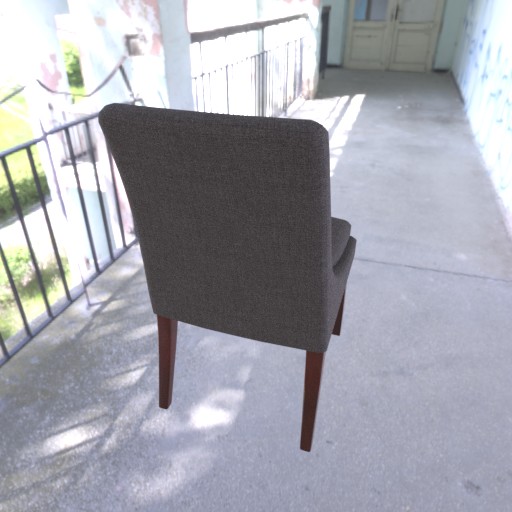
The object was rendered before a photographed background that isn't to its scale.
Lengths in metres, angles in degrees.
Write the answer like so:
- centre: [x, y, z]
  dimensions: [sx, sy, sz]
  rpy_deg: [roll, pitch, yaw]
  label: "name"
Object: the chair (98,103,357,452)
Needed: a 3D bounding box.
- centre: [0.000, 0.000, 1.286]
  dimensions: [0.508, 0.952, 0.655]
  rpy_deg: [10, 33, 16]
  label: "chair"
